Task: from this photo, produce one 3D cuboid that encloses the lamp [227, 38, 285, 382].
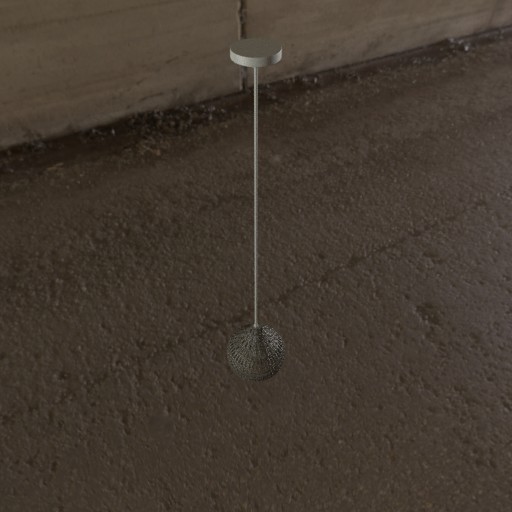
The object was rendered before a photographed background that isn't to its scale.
[{"bbox_3d":[0.000,0.000,2.115,0.355,1.919,0.355,17,48,16],"label":"lamp"}]
